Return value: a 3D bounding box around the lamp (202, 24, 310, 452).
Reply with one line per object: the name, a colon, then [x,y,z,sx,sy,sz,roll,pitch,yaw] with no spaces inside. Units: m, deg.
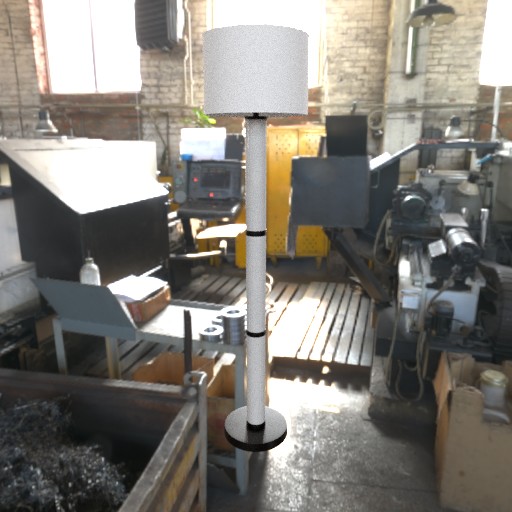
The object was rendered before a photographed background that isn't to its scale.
lamp: [0.000,0.000,1.757,0.377,1.599,0.377,-7,17,-25]
